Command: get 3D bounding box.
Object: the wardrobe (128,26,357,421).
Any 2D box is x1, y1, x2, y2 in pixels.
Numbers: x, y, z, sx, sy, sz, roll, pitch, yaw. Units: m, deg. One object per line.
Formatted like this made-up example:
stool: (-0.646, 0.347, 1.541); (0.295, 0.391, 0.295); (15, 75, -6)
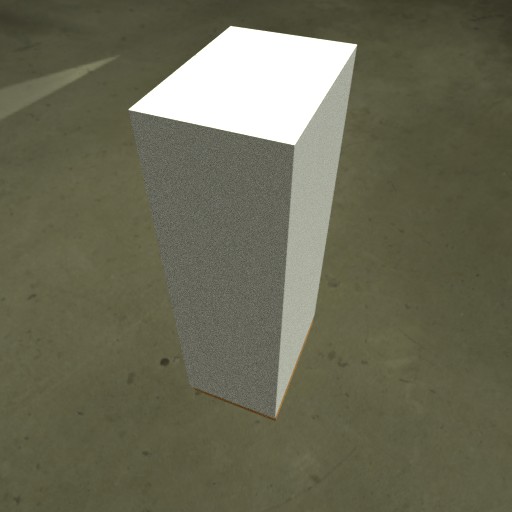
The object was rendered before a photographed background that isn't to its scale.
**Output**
wardrobe: (0.000, 0.000, 2.455); (0.600, 2.040, 0.860); (16, 48, 15)
